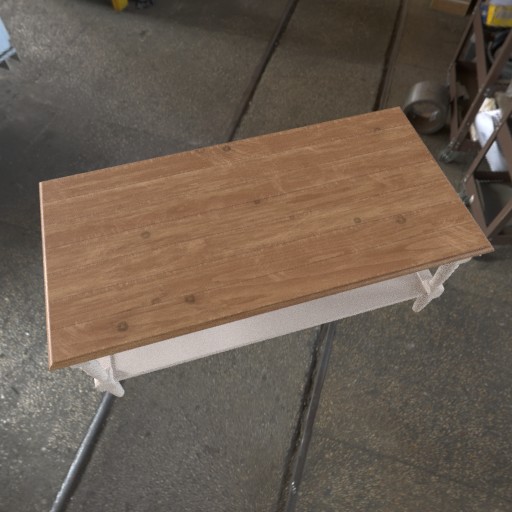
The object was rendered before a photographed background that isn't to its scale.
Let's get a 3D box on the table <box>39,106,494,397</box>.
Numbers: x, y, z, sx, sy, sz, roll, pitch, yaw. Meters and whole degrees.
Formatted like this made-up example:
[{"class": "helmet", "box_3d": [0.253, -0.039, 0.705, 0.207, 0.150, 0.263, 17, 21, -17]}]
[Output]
[{"class": "table", "box_3d": [0.000, 0.000, 1.385, 1.118, 0.458, 0.559, -14, 60, -8]}]
